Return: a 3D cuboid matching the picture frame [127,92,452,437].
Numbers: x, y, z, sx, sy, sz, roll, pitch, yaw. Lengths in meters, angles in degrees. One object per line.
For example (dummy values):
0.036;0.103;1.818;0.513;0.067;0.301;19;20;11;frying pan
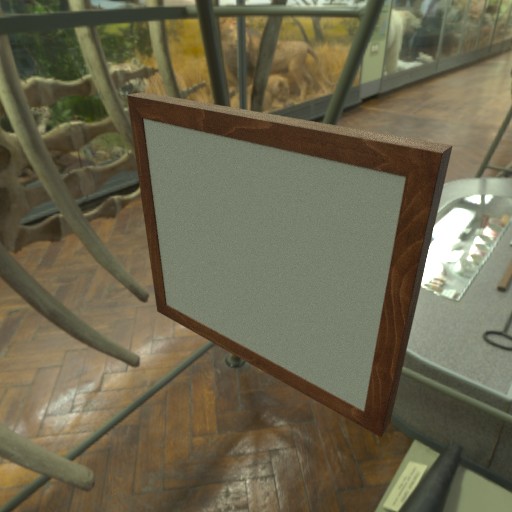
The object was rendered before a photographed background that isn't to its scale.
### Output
0.000;0.000;0.531;0.381;0.330;0.025;21;36;32;picture frame
